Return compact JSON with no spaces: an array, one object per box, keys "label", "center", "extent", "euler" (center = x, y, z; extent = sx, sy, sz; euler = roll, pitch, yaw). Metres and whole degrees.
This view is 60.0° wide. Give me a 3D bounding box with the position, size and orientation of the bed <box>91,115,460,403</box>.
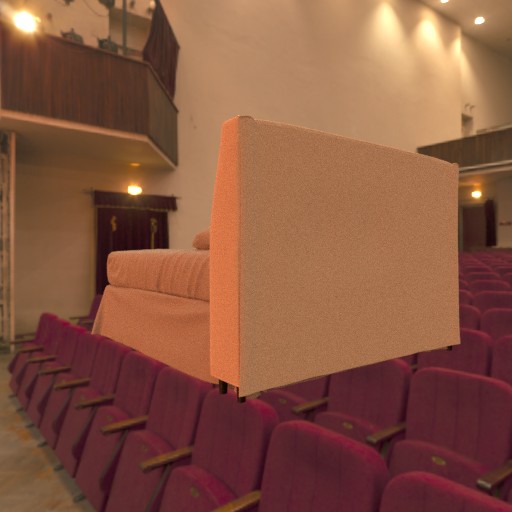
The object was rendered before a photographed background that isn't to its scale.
[{"label":"bed","center":[0.000,0.000,3.447],"extent":[1.925,1.332,2.276],"euler":[0,1,-37]}]
